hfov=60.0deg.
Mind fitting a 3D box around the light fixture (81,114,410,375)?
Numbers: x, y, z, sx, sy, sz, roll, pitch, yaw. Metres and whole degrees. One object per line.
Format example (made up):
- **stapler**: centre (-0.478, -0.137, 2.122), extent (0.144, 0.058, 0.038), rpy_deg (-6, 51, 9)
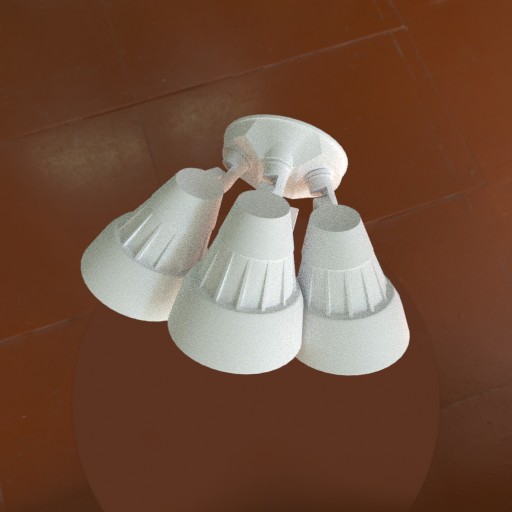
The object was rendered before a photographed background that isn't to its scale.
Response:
- **light fixture**: centre (0.000, 0.000, 0.531), extent (0.369, 0.237, 0.278), rpy_deg (15, 75, 4)
